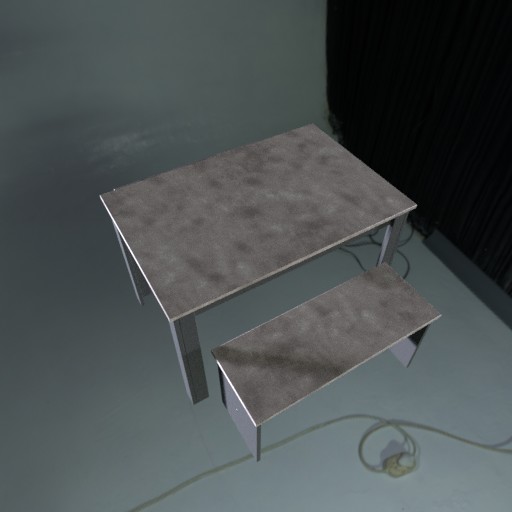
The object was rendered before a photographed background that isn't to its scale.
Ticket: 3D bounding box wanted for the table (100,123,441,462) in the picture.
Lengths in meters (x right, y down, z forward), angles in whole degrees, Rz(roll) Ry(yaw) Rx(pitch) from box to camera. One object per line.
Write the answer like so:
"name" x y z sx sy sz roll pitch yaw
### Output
"table" 0.000 0.000 2.102 1.100 0.700 1.443 -24 52 -20
